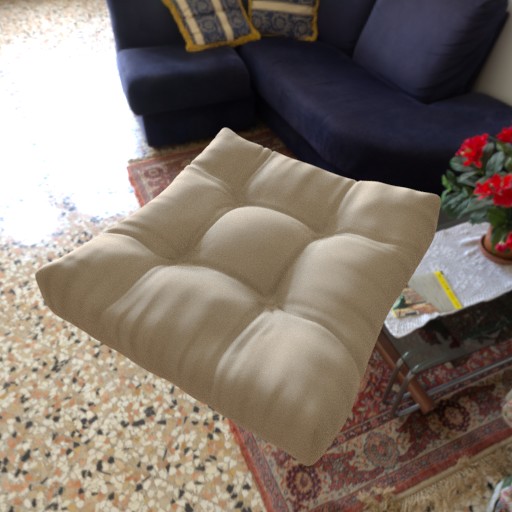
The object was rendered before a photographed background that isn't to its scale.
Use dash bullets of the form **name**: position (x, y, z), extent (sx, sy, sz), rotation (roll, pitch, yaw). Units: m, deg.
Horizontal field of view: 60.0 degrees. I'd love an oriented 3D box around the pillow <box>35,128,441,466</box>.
- **pillow**: position (0.000, 0.000, 0.716), extent (0.468, 0.128, 0.490), rotation (23, 50, 21)
